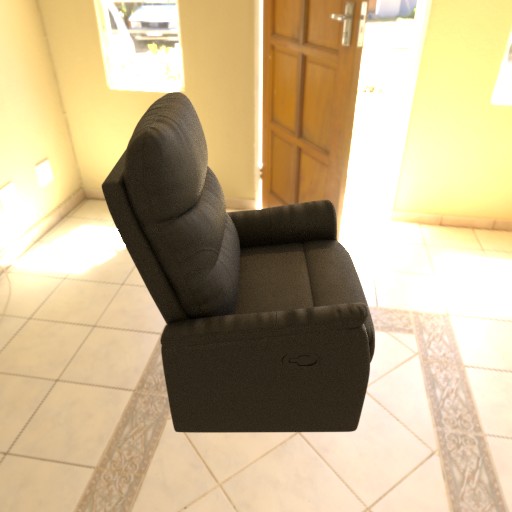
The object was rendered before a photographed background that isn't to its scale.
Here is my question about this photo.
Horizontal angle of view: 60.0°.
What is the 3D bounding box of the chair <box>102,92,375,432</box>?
[{"bbox_3d":[0.000,0.000,1.618,0.831,1.082,0.775,0,33,0],"label":"chair"}]
